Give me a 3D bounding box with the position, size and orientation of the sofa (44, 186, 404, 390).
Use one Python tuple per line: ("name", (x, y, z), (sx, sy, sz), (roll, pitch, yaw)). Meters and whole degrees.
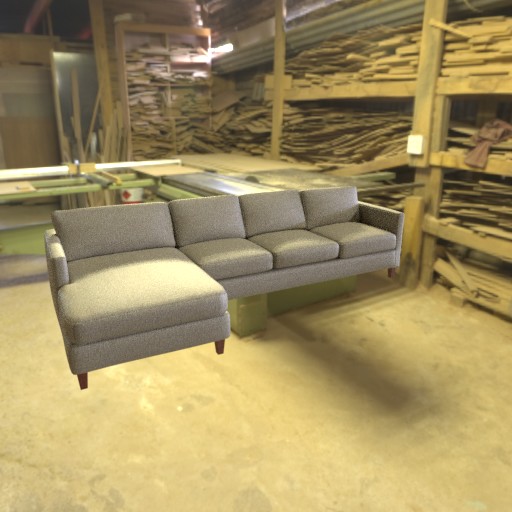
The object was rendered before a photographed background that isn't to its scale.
("sofa", (0.000, 0.000, 3.783), (3.201, 0.876, 1.502), (-9, 20, -26))
